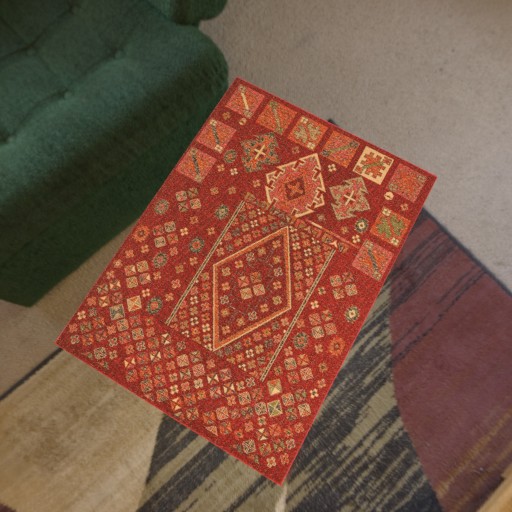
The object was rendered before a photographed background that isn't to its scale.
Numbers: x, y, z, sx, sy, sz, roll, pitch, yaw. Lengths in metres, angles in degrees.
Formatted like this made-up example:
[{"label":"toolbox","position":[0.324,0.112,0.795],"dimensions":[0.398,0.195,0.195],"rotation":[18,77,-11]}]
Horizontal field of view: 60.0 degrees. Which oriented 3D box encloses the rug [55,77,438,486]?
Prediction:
[{"label":"rug","position":[0.000,0.000,4.302],"dimensions":[2.389,0.011,3.306],"rotation":[29,77,7]}]
